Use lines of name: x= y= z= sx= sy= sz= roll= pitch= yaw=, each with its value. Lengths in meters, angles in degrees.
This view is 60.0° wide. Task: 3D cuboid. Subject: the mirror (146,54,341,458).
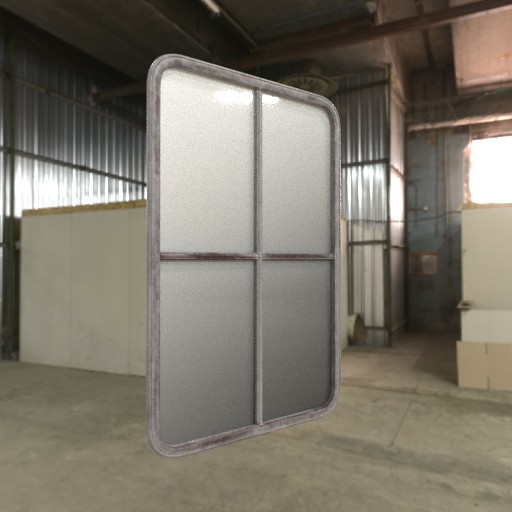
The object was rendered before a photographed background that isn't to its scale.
mirror: x=0.000 y=0.000 z=0.888 sx=0.461 sy=0.713 sz=0.024 roll=0 pitch=-1 yaw=-35
